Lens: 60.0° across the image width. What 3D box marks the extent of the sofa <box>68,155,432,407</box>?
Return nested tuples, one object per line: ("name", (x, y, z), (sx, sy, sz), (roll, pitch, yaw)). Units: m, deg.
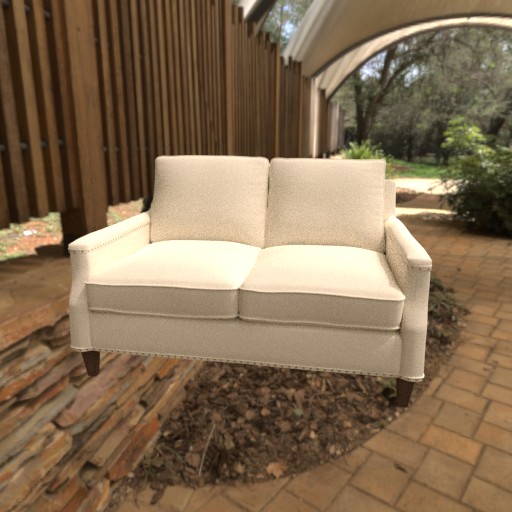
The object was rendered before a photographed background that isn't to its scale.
("sofa", (0.000, 0.000, 2.350), (1.597, 1.003, 1.084), (3, 16, 10))
